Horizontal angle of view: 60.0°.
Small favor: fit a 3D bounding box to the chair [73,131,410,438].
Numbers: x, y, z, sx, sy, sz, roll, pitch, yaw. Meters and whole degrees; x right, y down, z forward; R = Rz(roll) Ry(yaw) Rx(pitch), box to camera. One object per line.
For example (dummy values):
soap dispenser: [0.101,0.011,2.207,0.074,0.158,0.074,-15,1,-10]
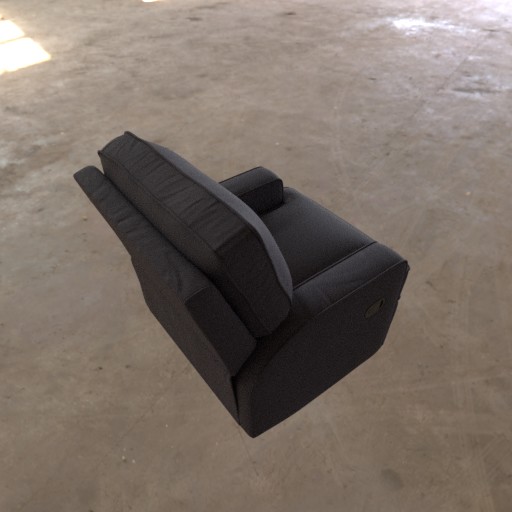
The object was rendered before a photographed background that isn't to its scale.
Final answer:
chair: [0.000,0.000,1.689,0.964,0.962,0.861,-26,47,-27]
